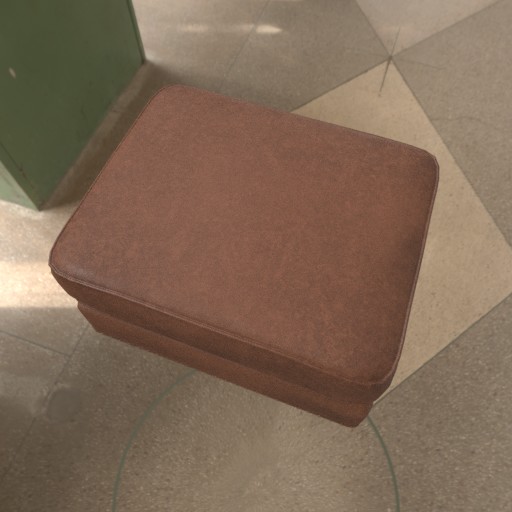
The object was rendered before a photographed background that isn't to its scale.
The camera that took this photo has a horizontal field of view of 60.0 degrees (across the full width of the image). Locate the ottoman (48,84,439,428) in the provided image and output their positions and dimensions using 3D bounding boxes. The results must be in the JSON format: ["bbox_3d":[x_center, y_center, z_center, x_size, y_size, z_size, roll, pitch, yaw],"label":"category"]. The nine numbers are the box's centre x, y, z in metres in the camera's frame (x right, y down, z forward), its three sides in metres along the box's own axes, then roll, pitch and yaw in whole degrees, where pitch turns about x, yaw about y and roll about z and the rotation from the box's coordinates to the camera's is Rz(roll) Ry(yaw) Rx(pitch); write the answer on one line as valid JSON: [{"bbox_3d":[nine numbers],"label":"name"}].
[{"bbox_3d":[0.000,0.000,1.116,0.738,0.537,0.589,18,63,9],"label":"ottoman"}]
